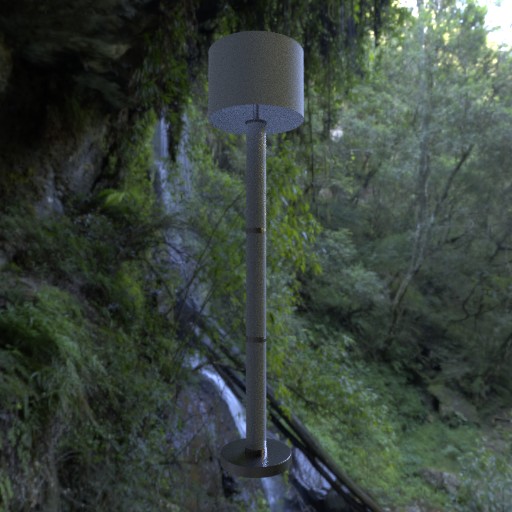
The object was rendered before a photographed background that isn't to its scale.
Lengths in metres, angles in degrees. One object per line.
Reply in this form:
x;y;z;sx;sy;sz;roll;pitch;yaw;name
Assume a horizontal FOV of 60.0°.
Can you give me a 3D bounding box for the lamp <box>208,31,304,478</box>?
0.000;0.000;1.742;0.377;1.599;0.377;0;-1;-16;lamp
